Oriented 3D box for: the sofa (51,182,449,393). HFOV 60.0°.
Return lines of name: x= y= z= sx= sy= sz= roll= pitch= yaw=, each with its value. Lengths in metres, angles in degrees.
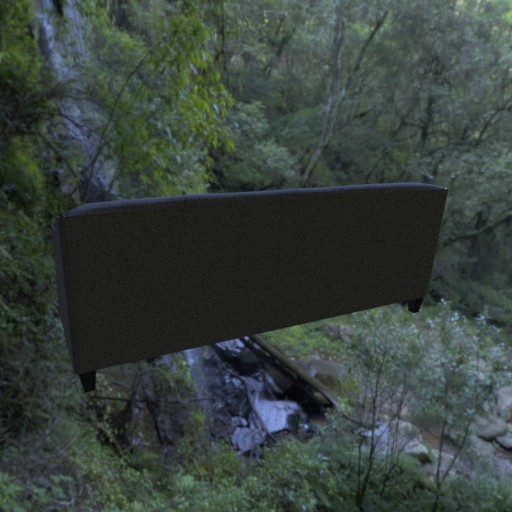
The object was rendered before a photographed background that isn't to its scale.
sofa: x=0.000 y=0.000 z=2.733 sx=2.235 sy=0.901 sz=0.914 roll=-8 pitch=17 yaw=-27
